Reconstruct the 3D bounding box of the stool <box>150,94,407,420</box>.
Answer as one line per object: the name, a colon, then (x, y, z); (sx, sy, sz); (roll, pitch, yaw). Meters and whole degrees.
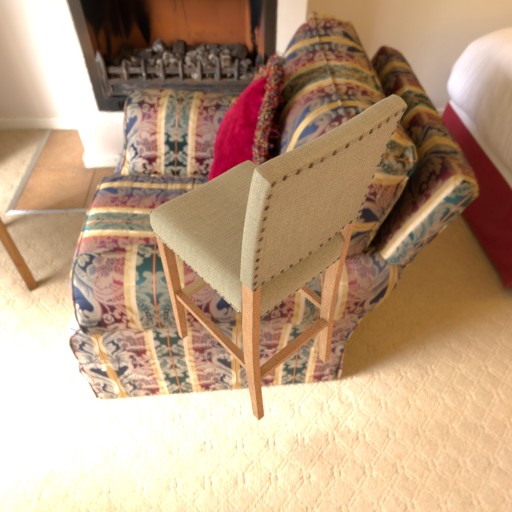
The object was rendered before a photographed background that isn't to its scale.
stool: (0.000, 0.000, 1.494); (0.445, 1.203, 0.585); (-33, 56, -26)
